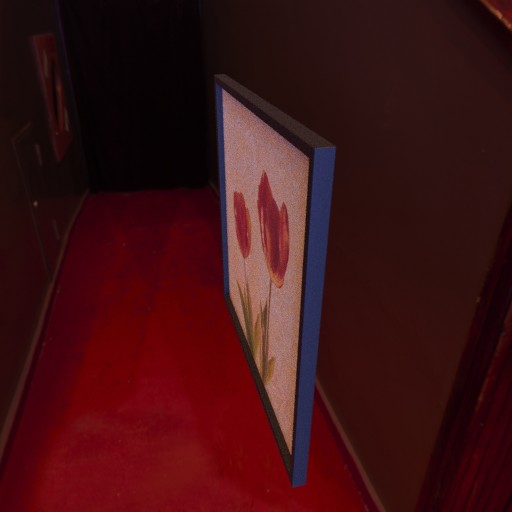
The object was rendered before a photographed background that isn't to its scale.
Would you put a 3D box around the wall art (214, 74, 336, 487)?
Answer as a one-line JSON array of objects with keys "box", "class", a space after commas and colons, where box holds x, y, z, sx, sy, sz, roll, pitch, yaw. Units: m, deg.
[{"box": [0.000, 0.000, 1.185, 0.043, 0.807, 0.805, -8, 30, -13], "class": "wall art"}]
